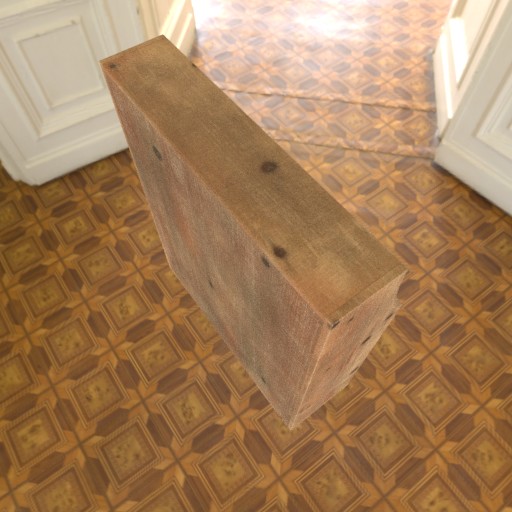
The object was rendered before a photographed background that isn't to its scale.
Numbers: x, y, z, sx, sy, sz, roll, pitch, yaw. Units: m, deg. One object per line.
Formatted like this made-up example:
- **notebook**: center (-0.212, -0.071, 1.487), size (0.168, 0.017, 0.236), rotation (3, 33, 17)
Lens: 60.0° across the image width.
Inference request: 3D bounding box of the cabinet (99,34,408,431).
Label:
- **cabinet**: center (0.000, 0.000, 0.800), size (0.184, 0.590, 0.489), rotation (-33, 65, -18)
